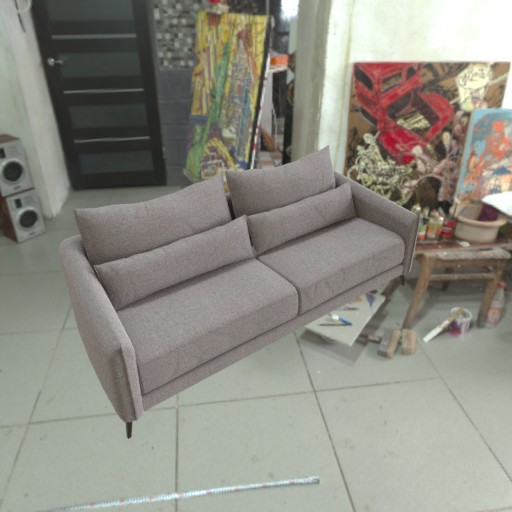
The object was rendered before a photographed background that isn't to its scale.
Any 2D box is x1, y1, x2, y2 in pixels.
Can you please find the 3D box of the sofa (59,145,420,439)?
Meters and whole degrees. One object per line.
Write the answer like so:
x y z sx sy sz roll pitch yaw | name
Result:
0.000 0.000 2.523 2.022 0.833 0.809 -21 37 -32 | sofa
